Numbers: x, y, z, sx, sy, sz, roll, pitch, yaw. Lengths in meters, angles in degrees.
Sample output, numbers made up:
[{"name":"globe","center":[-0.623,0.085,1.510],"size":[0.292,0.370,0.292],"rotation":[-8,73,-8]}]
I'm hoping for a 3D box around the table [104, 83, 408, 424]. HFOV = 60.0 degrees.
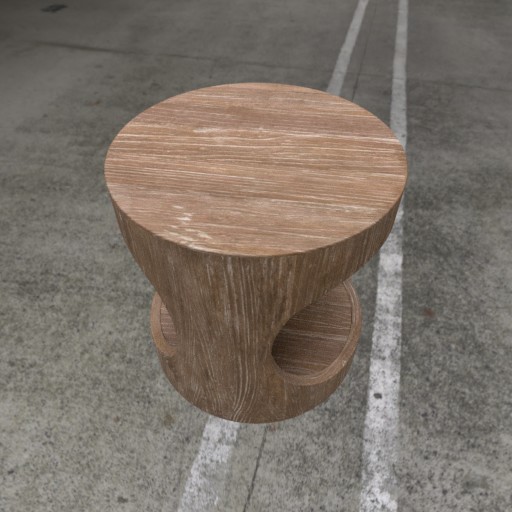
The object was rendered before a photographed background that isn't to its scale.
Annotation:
[{"name":"table","center":[0.000,0.000,0.988],"size":[0.527,0.551,0.527],"rotation":[0,46,0]}]
